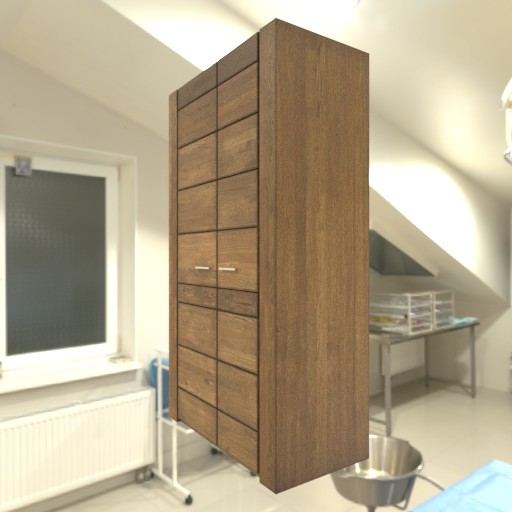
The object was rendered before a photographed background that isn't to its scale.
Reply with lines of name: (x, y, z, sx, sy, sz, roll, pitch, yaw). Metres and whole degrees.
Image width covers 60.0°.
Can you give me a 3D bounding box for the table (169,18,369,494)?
table: (0.000, 0.000, 2.469, 0.600, 2.000, 1.100, 0, 0, -35)
